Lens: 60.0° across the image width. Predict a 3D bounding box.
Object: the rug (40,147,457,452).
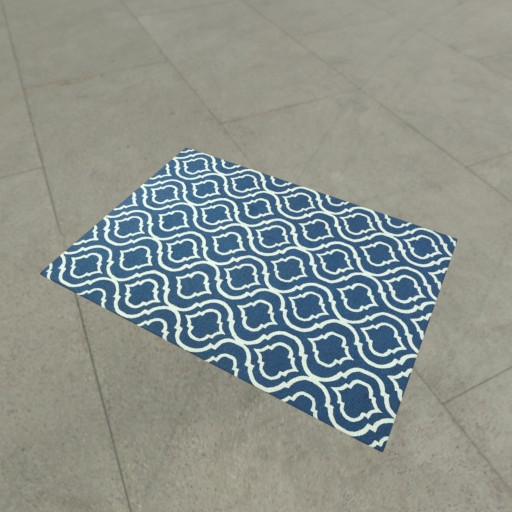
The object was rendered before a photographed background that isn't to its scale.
[{"bbox_3d":[0.000,0.000,2.762,2.134,0.010,1.524,22,51,19],"label":"rug"}]
